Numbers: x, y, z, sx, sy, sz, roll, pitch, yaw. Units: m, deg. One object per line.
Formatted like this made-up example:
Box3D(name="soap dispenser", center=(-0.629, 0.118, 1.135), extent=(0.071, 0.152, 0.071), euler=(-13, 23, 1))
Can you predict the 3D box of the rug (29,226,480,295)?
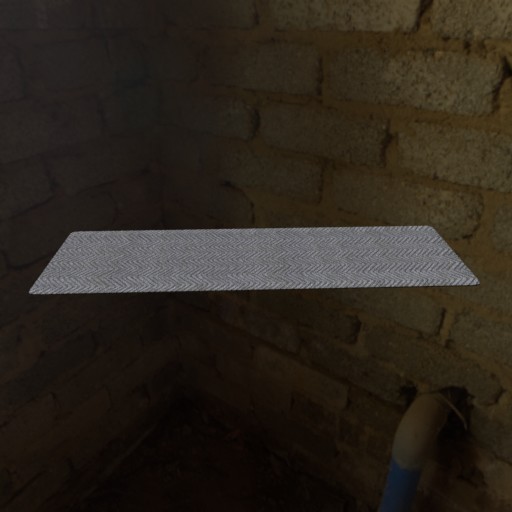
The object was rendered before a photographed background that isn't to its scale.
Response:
Box3D(name="rug", center=(0.000, 0.000, 2.522), extent=(2.286, 0.008, 0.686), euler=(-1, 30, -2))
